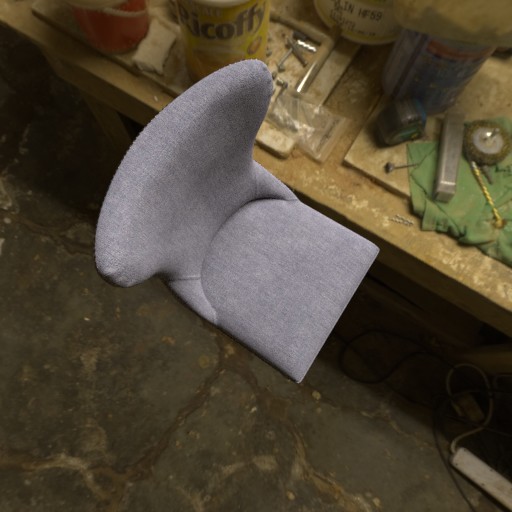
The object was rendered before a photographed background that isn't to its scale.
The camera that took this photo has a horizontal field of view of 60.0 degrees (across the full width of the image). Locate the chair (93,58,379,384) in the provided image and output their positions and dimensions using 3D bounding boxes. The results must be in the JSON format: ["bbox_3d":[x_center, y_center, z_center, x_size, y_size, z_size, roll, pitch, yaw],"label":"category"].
[{"bbox_3d":[0.000,0.000,1.460,0.681,1.002,0.654,32,78,8],"label":"chair"}]
